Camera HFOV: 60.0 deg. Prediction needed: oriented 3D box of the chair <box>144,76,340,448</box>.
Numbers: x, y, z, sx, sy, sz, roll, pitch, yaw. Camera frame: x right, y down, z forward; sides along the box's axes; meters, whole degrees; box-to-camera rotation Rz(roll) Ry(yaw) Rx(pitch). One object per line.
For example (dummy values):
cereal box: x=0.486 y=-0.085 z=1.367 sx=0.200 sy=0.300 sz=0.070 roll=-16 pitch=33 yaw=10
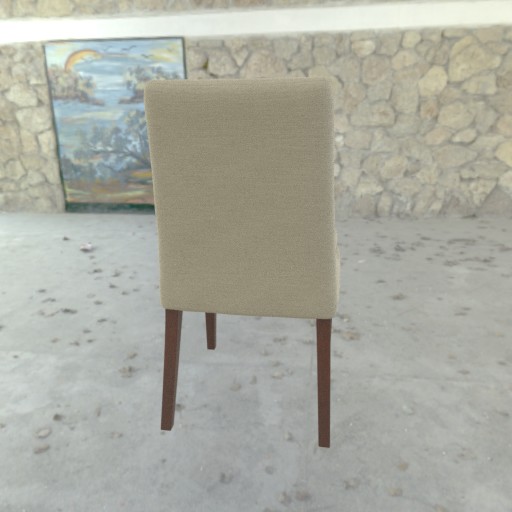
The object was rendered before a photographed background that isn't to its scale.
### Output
chair: x=0.000 y=0.000 z=1.336 sx=0.515 sy=0.940 sz=0.638 roll=2 pitch=16 yaw=9
